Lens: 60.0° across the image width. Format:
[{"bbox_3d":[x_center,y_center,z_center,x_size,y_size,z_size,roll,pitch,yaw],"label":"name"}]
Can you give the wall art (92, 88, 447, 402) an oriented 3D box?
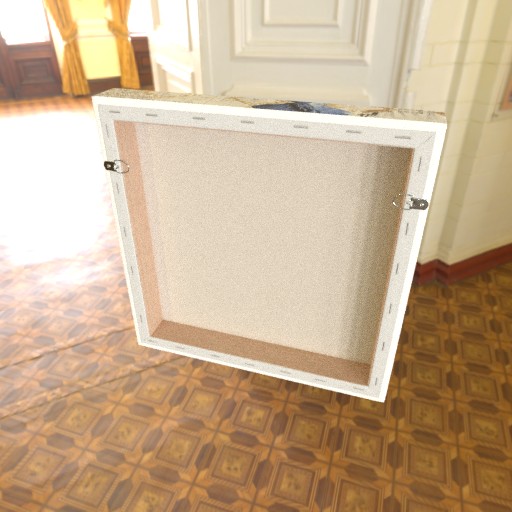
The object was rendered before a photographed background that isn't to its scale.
[{"bbox_3d":[0.000,0.000,0.454,0.303,0.304,0.036,9,33,15],"label":"wall art"}]
